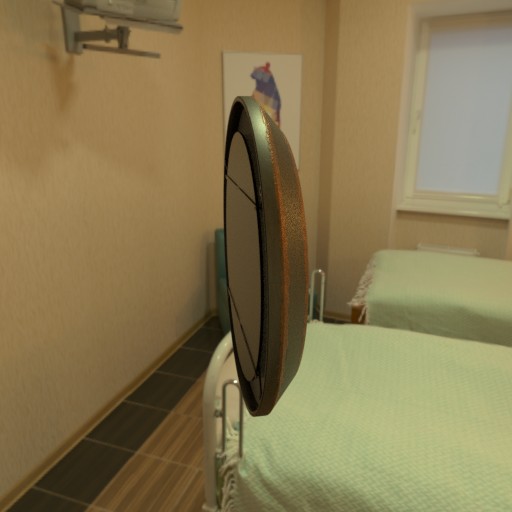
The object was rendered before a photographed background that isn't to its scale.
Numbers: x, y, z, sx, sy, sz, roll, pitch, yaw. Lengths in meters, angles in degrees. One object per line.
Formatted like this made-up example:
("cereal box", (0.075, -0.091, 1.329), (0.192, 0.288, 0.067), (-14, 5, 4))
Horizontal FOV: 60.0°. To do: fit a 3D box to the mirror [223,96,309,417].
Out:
("mirror", (0.000, 0.000, 1.337), (0.111, 0.907, 0.907), (-3, 17, -9))
